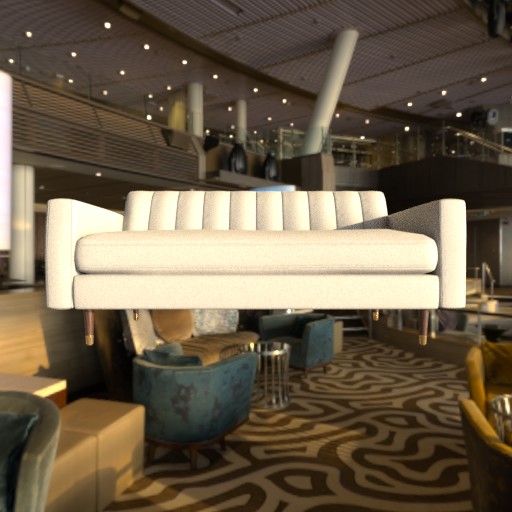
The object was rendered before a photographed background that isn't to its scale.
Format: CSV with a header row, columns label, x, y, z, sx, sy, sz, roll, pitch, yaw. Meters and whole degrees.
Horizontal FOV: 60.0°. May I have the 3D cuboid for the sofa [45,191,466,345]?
label,x,y,z,sx,sy,sz,roll,pitch,yaw
sofa,0.000,0.000,2.418,1.895,0.814,0.969,0,0,0
